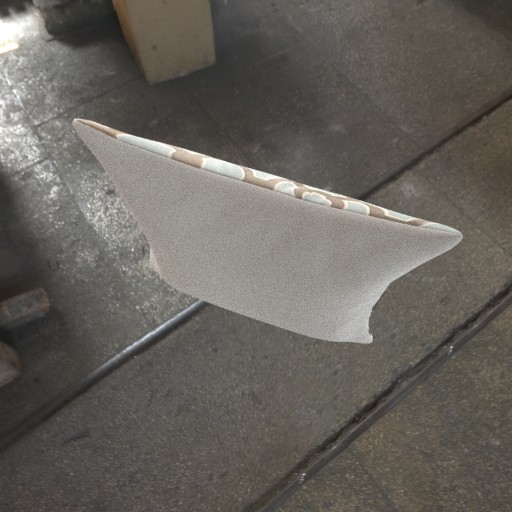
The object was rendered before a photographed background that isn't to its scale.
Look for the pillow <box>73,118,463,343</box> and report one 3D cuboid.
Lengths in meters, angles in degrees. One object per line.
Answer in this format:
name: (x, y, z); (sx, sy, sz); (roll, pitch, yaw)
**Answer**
pillow: (0.000, 0.000, 0.815); (0.552, 0.508, 0.166); (18, 65, 9)
